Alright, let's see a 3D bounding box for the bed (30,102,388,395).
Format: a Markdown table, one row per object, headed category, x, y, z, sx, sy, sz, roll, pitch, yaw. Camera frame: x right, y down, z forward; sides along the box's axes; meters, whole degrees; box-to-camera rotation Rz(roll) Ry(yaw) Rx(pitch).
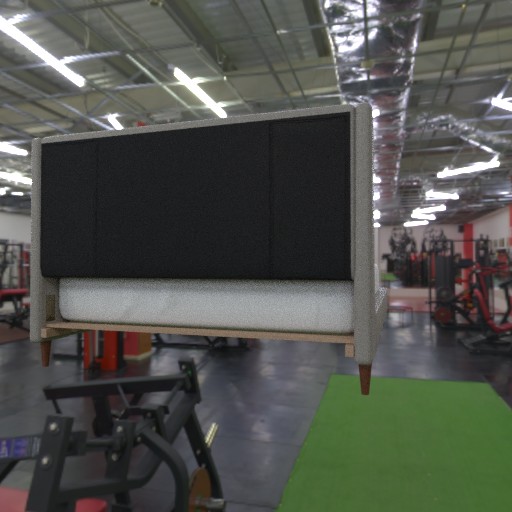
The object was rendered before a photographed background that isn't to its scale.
| category | x | y | z | sx | sy | sz | roll | pitch | yaw |
| --- | --- | --- | --- | --- | --- | --- | --- | --- | --- |
| bed | 0.000 | 0.000 | 3.000 | 1.656 | 1.147 | 2.232 | 0 | -1 | 18 |
